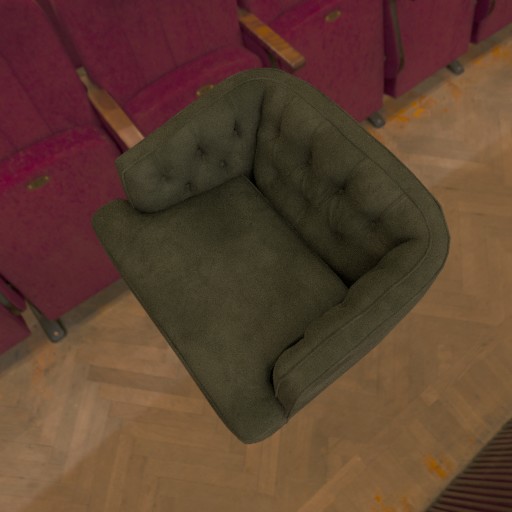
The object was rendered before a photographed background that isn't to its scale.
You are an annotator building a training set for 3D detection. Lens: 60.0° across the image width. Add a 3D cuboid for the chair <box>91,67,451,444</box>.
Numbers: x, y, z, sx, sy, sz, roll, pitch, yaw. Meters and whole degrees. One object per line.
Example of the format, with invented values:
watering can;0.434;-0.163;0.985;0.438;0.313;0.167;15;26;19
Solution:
chair;0.000;0.000;1.762;0.941;0.852;1.104;-34;69;-15
